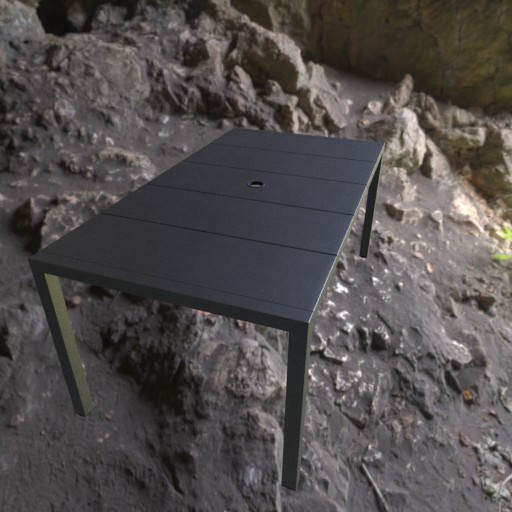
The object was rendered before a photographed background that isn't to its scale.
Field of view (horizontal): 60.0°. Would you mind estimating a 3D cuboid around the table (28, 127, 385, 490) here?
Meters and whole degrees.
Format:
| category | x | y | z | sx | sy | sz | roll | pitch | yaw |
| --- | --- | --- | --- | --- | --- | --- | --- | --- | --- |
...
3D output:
| category | x | y | z | sx | sy | sz | roll | pitch | yaw |
| --- | --- | --- | --- | --- | --- | --- | --- | --- | --- |
| table | 0.000 | 0.000 | 2.124 | 0.914 | 0.735 | 1.680 | 11 | 32 | 17 |
